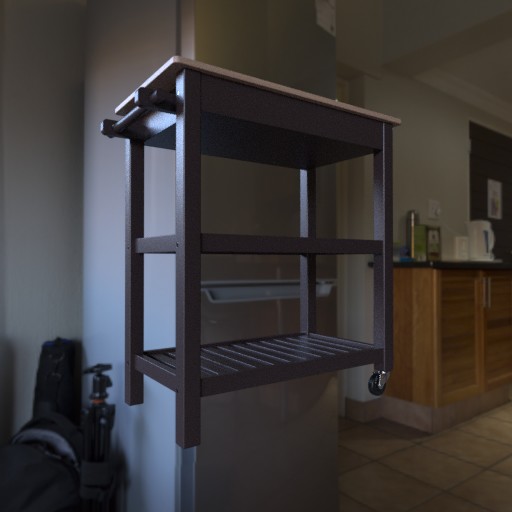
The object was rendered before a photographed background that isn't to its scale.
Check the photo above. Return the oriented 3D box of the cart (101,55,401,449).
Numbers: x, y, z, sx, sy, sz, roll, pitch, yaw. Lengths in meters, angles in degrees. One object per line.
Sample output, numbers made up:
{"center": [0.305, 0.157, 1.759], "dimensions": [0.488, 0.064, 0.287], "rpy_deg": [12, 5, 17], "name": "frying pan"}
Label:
{"center": [0.000, 0.000, 1.432], "dimensions": [0.899, 0.927, 0.457], "rpy_deg": [0, -1, -35], "name": "cart"}
